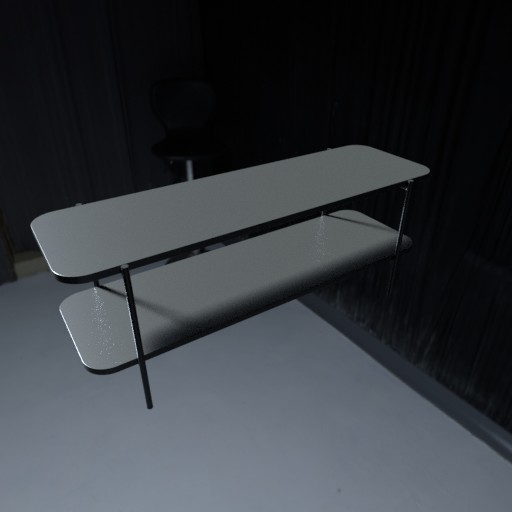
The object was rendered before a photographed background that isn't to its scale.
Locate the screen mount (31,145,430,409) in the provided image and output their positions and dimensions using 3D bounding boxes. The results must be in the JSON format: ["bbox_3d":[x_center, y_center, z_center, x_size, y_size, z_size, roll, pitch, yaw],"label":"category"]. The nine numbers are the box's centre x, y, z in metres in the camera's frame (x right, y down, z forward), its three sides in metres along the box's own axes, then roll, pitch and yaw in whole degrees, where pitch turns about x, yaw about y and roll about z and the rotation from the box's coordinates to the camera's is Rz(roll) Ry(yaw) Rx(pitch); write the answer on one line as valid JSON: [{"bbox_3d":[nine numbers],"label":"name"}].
[{"bbox_3d":[0.000,0.000,1.428,1.200,0.447,0.400,-19,36,-28],"label":"screen mount"}]
